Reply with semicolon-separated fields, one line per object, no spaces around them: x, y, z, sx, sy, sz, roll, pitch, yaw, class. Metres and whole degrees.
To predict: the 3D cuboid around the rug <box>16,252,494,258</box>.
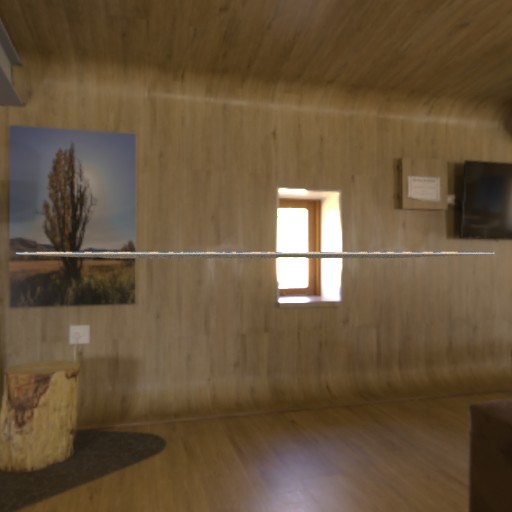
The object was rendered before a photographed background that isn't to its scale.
0.000;0.000;2.291;1.830;0.011;1.209;0;-1;1;rug
